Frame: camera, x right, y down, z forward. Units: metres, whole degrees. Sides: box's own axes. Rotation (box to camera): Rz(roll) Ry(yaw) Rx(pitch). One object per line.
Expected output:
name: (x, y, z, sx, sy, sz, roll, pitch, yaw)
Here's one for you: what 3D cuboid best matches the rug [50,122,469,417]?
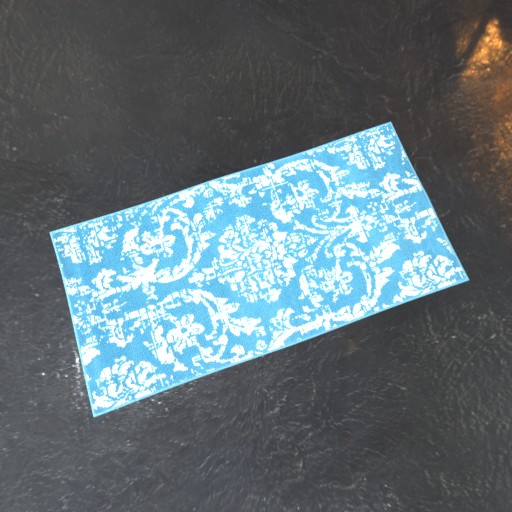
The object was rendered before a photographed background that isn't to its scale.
rug: (0.000, 0.000, 1.422, 1.219, 0.007, 0.604, -19, 75, -5)
